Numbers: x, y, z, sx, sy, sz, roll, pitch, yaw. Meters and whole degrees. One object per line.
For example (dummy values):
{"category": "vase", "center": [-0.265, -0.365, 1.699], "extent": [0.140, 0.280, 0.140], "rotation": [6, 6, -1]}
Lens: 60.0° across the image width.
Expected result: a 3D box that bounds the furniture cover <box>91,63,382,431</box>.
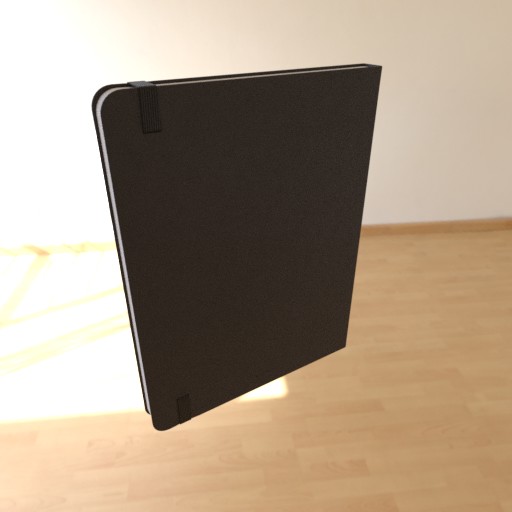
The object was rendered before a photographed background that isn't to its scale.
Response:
{"category": "furniture cover", "center": [0.000, 0.000, 0.367], "extent": [0.216, 0.281, 0.023], "rotation": [-17, 34, -27]}
